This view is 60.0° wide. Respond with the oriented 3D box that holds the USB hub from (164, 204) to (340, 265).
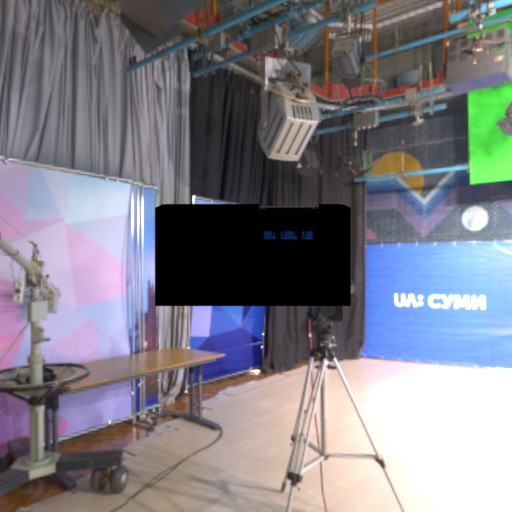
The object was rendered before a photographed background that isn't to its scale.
[{"bbox_3d":[0.000,0.000,0.160,0.044,0.023,0.145,0,0,1],"label":"USB hub"}]
